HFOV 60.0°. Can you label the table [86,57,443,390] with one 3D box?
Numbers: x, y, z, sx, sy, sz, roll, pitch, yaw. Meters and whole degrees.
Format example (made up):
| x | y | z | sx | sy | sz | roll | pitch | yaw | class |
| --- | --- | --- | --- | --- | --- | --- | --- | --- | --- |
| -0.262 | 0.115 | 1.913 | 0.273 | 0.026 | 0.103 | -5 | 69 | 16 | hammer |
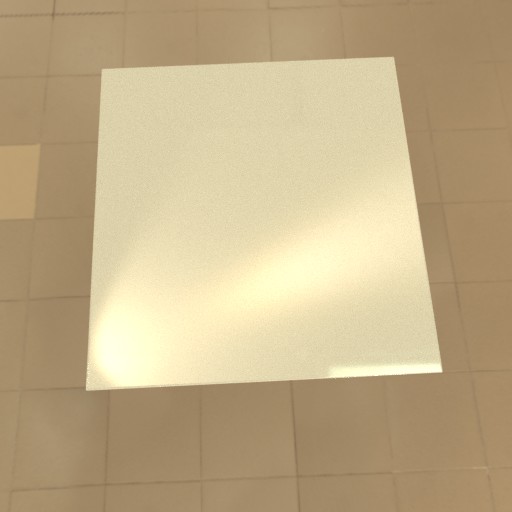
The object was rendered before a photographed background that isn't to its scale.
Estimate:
| x | y | z | sx | sy | sz | roll | pitch | yaw | class |
| --- | --- | --- | --- | --- | --- | --- | --- | --- | --- |
| 0.000 | 0.000 | 0.777 | 0.400 | 0.470 | 0.420 | -3 | 75 | -1 | table |
